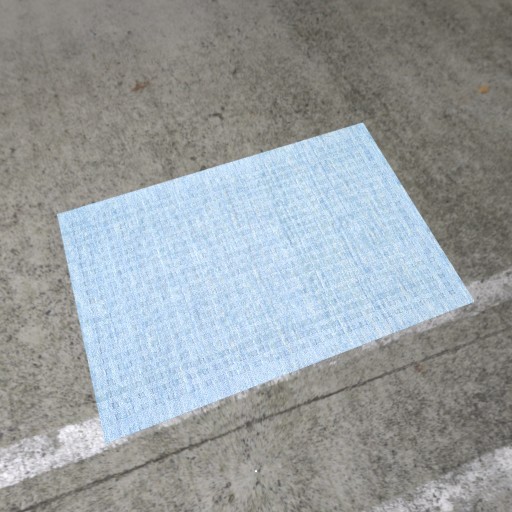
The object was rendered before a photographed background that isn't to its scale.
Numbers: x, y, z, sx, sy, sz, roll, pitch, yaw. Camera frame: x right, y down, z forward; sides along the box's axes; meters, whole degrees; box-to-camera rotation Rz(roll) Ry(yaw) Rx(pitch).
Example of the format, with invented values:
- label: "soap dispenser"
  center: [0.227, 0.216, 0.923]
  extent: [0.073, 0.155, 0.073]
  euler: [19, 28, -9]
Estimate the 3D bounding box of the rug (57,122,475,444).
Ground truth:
- label: "rug"
  center: [0.000, 0.000, 2.847]
  extent: [2.286, 0.006, 1.522]
  euler: [-19, 66, -9]
